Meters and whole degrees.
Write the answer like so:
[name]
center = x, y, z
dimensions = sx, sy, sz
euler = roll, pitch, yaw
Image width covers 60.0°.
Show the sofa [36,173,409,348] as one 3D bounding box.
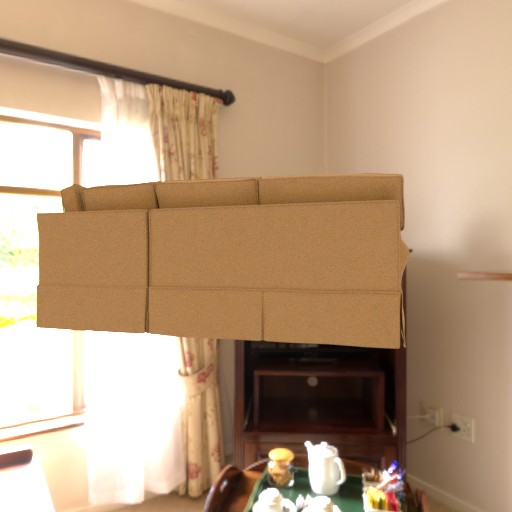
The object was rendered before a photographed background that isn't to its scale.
[sofa]
center = 0.000, 0.000, 4.286
dimensions = 2.730, 1.124, 2.733
euler = 0, 0, 17
